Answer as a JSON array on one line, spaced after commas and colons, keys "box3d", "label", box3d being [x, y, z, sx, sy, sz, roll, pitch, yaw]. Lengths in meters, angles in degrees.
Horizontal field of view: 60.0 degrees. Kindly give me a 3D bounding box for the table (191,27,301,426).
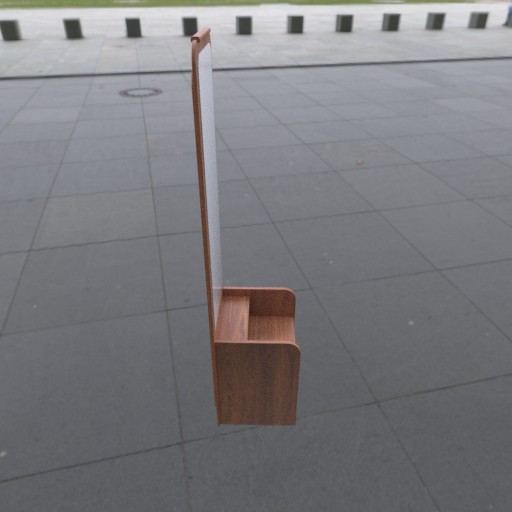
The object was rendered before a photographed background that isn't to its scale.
[{"box3d": [0.000, 0.000, 2.017, 0.420, 1.830, 0.450, 1, 32, 1], "label": "table"}]
